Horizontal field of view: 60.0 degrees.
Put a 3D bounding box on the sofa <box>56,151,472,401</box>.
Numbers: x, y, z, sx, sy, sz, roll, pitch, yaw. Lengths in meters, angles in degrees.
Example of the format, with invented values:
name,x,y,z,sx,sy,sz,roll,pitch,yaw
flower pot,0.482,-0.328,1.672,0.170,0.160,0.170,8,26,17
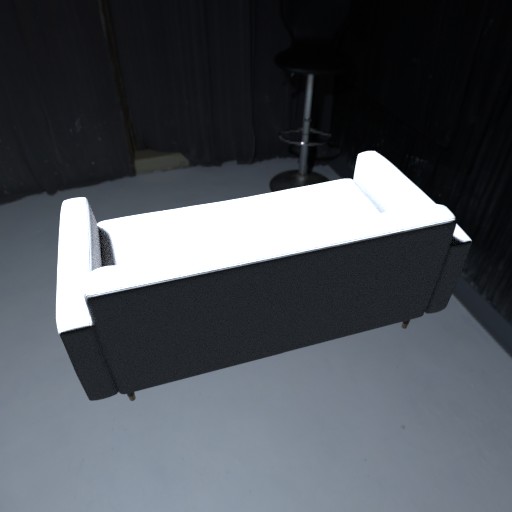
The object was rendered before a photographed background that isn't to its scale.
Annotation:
name,x,y,z,sx,sy,sz,roll,pitch,yaw
sofa,0.000,0.000,2.380,1.895,0.814,0.969,-12,42,-13
